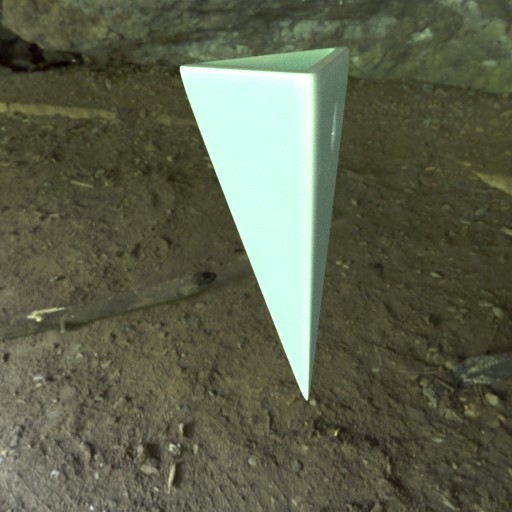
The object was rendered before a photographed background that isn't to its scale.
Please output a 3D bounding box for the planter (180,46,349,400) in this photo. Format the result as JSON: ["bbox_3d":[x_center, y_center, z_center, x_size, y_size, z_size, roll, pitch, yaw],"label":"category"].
[{"bbox_3d":[0.000,0.000,0.213,0.064,0.178,0.080,9,32,15],"label":"planter"}]
